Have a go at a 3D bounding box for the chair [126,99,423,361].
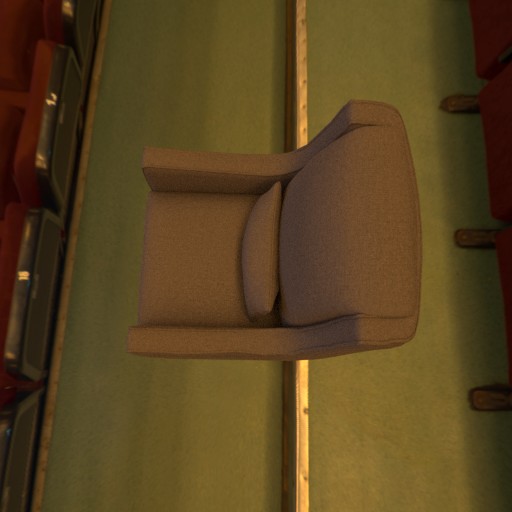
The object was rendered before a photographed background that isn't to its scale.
[{"bbox_3d":[0.000,0.000,1.621,0.879,0.993,0.732,1,76,0],"label":"chair"}]
